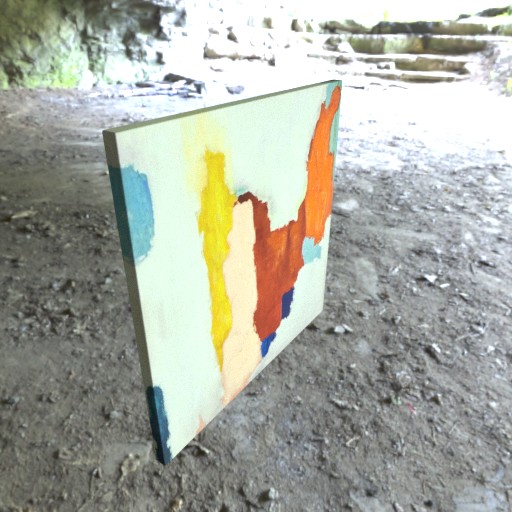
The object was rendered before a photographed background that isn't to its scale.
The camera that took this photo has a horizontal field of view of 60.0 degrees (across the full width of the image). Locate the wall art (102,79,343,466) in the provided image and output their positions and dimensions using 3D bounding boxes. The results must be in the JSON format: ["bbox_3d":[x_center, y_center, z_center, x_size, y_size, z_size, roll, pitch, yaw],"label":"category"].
[{"bbox_3d":[0.000,0.000,1.496,0.044,1.017,1.017,19,34,31],"label":"wall art"}]
